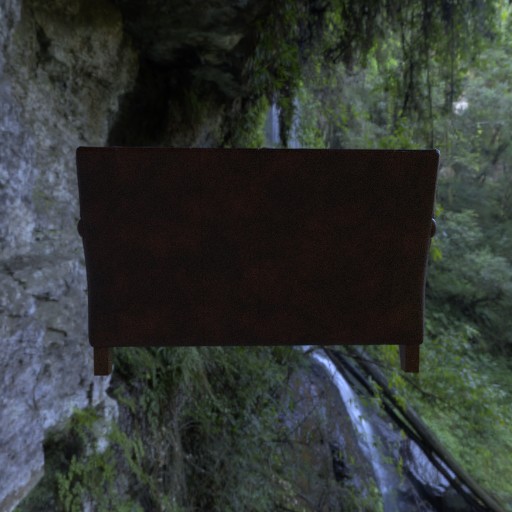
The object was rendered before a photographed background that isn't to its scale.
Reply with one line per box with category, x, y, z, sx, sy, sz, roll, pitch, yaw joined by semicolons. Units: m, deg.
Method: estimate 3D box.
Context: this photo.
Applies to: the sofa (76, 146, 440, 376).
sofa;0.000;0.000;2.382;1.628;1.070;1.148;0;1;-2
